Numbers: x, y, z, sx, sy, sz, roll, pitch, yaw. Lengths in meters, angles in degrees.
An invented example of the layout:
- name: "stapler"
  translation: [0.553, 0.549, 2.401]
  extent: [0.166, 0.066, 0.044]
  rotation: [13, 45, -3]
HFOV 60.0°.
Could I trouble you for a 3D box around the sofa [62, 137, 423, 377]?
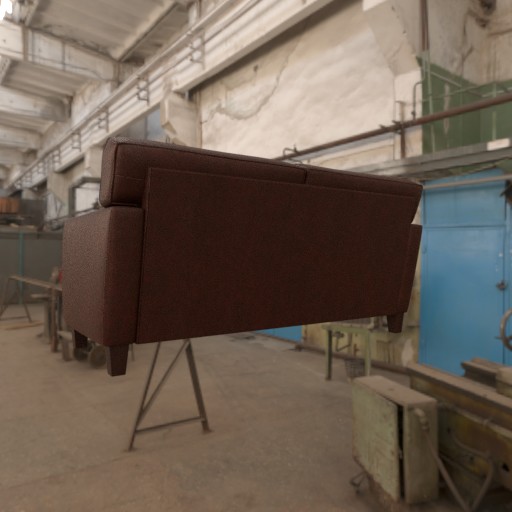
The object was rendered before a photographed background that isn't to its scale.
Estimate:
- name: "sofa"
  translation: [0.000, 0.000, 2.436]
  extent: [1.876, 0.928, 0.912]
  rotation: [0, 0, -34]
